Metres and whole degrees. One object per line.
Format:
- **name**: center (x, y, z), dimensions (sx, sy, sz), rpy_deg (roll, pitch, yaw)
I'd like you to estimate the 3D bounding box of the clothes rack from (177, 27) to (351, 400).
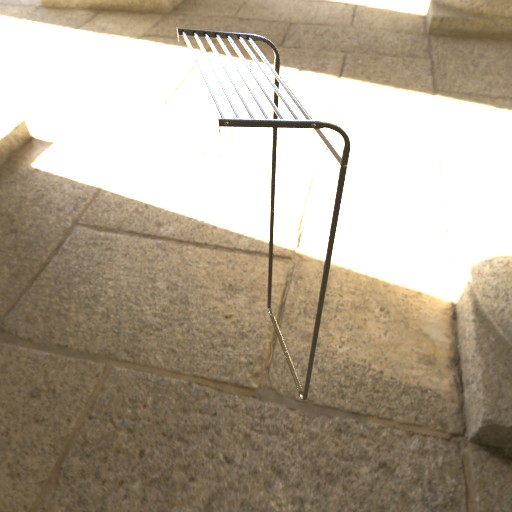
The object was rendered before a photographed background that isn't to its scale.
- **clothes rack**: center (0.000, 0.000, 1.797), dimensions (0.349, 1.574, 0.609), rpy_deg (-12, 47, -11)
